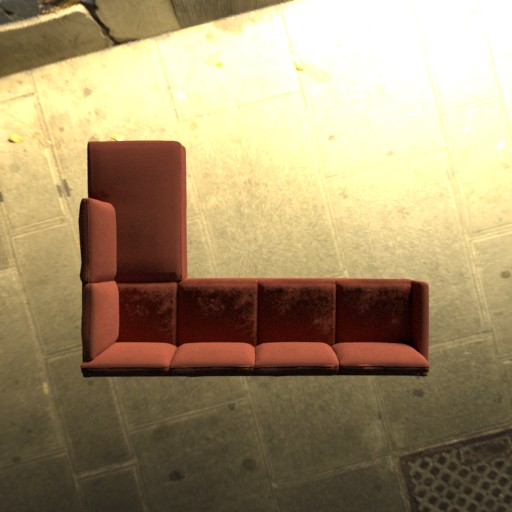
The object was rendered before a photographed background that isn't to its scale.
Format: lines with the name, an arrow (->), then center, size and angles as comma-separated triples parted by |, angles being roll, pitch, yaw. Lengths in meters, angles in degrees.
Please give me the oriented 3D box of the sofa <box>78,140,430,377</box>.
sofa -> 0.000, 0.000, 3.599 | 2.736, 0.757, 1.879 | 0, 91, -1
